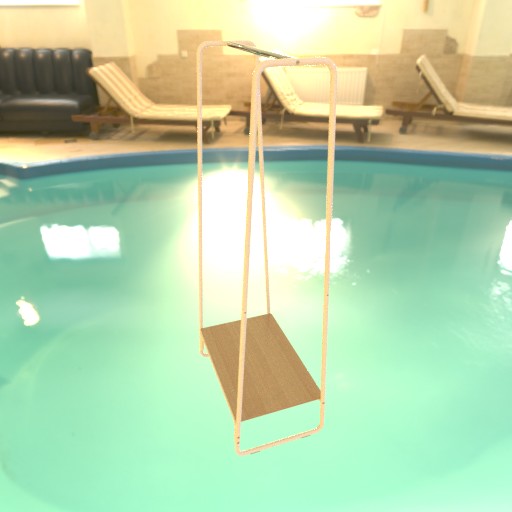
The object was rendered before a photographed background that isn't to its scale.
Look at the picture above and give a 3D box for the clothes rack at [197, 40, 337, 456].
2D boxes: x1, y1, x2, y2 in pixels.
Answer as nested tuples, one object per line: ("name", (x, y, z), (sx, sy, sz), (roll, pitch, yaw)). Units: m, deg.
("clothes rack", (0.000, 0.000, 1.758), (0.400, 1.500, 0.640), (-10, 31, -17))
